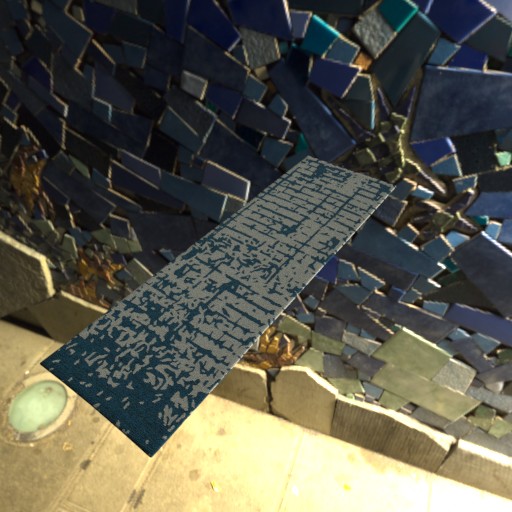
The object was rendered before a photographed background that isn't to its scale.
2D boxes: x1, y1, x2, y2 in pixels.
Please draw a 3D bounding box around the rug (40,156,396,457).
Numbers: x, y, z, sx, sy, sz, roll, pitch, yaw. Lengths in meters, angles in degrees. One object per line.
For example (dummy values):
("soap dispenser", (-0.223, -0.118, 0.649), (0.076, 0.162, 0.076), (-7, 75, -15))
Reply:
("rug", (0.000, 0.000, 2.656), (0.750, 0.011, 2.435), (26, 48, 26))
